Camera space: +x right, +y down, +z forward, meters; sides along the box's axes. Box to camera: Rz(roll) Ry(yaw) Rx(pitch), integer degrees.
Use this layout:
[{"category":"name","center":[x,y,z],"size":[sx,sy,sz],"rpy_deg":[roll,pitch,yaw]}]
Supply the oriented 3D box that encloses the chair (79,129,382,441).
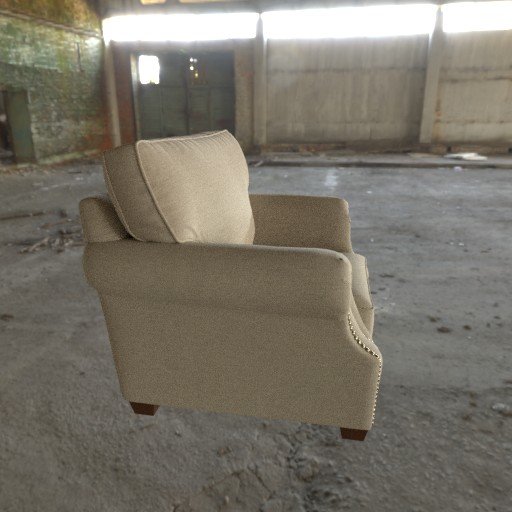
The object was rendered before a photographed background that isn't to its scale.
[{"category":"chair","center":[0.000,0.000,1.805],"size":[0.965,0.961,1.092],"rpy_deg":[3,18,10]}]
